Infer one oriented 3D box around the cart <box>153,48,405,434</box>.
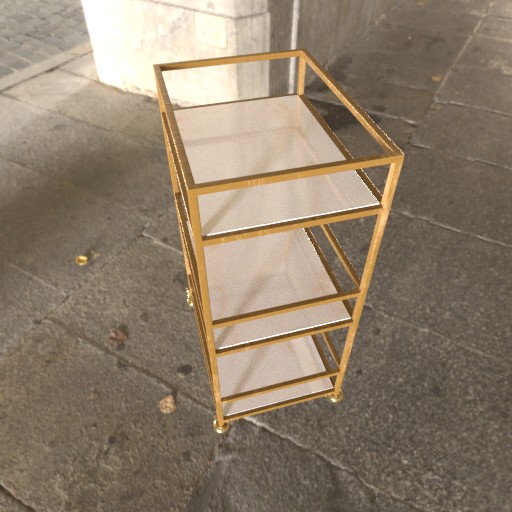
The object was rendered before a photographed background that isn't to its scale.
[{"bbox_3d":[0.000,0.000,1.012,0.332,0.761,0.483,-11,46,-11],"label":"cart"}]
